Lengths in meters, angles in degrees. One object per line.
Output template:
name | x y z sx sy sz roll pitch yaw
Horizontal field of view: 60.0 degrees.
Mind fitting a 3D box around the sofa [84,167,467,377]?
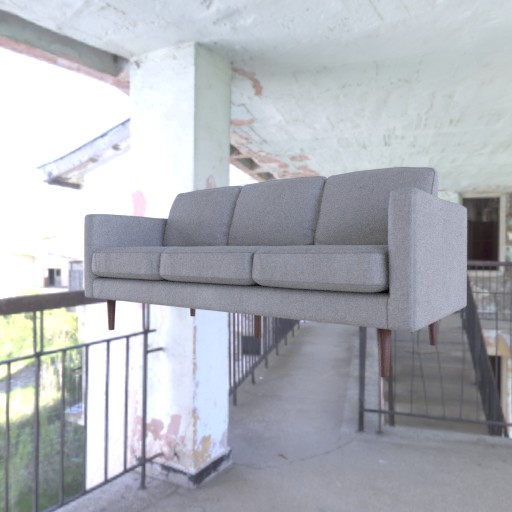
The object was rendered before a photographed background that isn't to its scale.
sofa | 0.000 0.000 2.466 1.983 0.918 0.944 1 1 36
